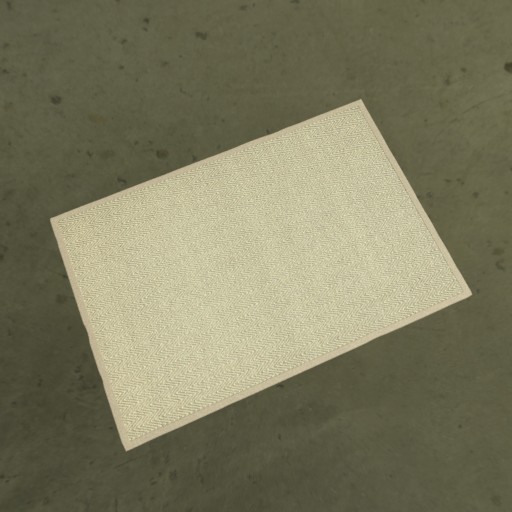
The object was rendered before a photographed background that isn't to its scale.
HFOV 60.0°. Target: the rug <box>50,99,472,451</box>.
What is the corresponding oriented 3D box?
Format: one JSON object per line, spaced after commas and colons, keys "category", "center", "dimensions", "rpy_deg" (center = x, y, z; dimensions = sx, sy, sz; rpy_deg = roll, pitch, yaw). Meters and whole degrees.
{"category": "rug", "center": [0.000, 0.000, 2.838], "dimensions": [2.290, 0.021, 1.540], "rpy_deg": [-23, 75, -6]}
